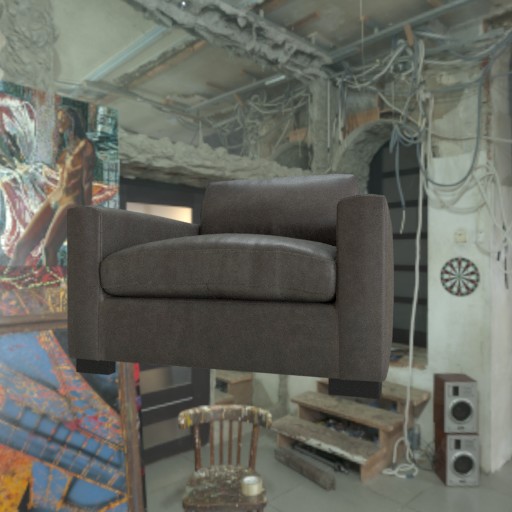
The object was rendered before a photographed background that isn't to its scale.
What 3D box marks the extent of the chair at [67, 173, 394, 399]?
[{"bbox_3d":[0.000,0.000,1.862,1.106,0.807,1.080,0,0,17],"label":"chair"}]
